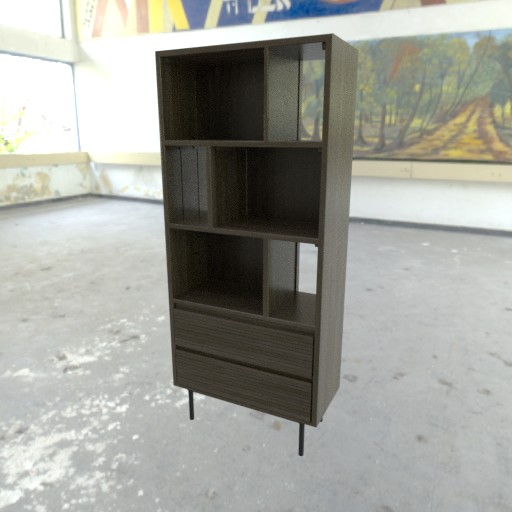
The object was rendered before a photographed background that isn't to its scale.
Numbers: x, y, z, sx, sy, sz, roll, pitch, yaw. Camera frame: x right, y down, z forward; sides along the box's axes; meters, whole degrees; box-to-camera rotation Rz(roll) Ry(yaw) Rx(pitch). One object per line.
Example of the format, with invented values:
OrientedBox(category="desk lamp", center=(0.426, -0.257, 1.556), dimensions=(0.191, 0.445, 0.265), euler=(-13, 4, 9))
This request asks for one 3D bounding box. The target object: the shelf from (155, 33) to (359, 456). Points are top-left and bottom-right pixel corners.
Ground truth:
OrientedBox(category="shelf", center=(0.000, 0.000, 1.812), dimensions=(0.670, 1.545, 0.323), euler=(7, 17, 25))
